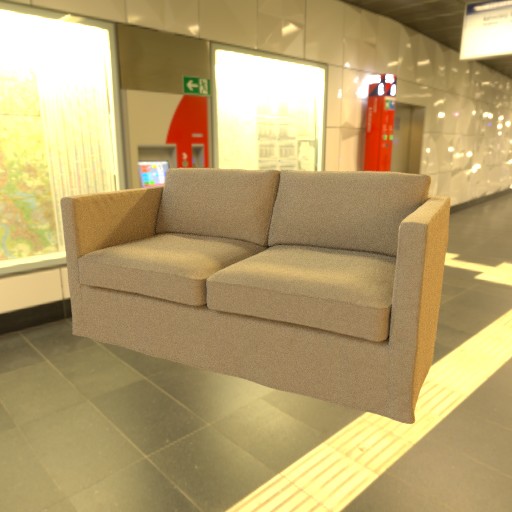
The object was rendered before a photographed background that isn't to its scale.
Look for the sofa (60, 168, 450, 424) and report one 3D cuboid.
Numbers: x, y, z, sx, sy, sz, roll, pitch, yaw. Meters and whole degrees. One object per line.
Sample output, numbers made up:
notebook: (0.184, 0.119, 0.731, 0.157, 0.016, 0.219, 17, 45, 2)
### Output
sofa: (0.000, 0.000, 2.224, 1.719, 0.835, 0.962, 7, 15, 26)
